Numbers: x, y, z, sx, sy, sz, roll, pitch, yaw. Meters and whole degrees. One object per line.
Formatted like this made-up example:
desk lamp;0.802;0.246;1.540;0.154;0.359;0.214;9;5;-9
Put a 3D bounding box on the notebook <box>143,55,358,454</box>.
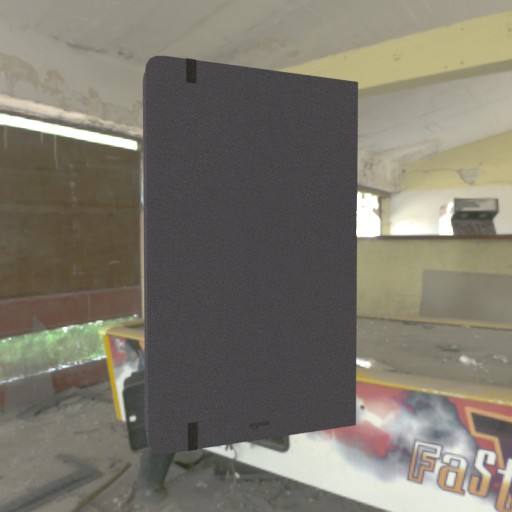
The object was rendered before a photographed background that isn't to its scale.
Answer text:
notebook;0.000;0.000;0.260;0.127;0.213;0.016;-1;2;-19
